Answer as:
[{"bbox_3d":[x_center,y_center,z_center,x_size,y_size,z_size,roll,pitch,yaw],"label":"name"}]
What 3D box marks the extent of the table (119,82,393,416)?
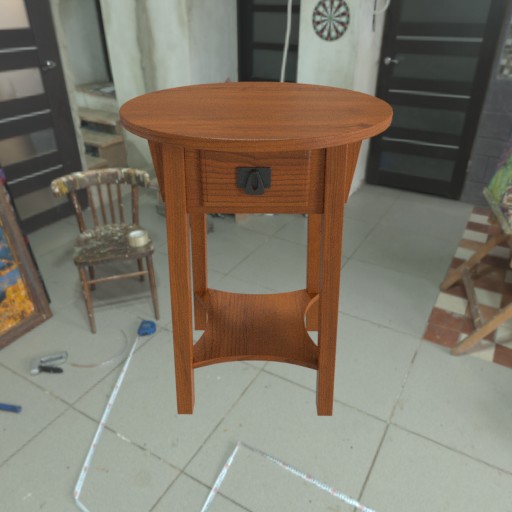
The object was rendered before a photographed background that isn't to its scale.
[{"bbox_3d":[0.000,0.000,0.918,0.457,0.610,0.457,0,30,0],"label":"table"}]
